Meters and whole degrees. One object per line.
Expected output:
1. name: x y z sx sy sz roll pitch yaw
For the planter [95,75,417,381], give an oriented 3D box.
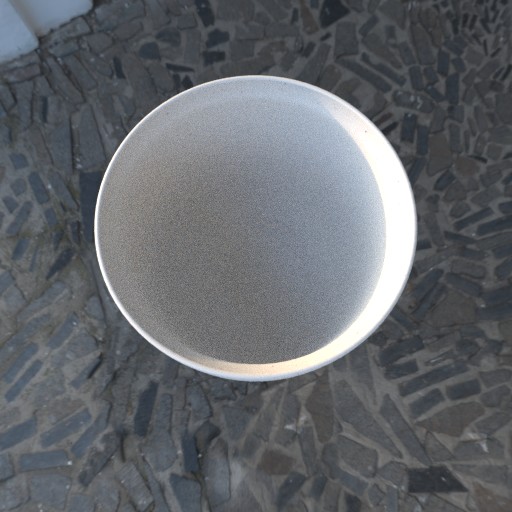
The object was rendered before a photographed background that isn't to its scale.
1. planter: 0.000 0.000 0.495 0.268 0.270 0.268 0 75 0
